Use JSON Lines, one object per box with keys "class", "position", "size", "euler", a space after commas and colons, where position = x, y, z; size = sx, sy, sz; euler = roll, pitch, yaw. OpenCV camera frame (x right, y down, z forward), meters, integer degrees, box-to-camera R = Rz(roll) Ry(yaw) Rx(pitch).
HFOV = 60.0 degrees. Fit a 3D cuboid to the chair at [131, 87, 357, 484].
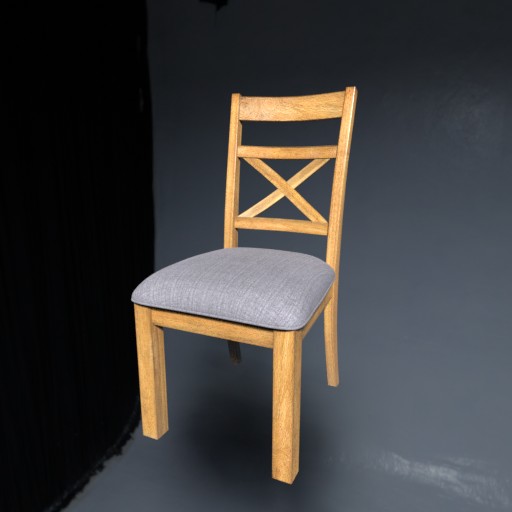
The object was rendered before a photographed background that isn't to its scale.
{"class": "chair", "position": [0.000, 0.000, 1.269], "size": [0.470, 0.949, 0.581], "euler": [6, 15, 24]}
